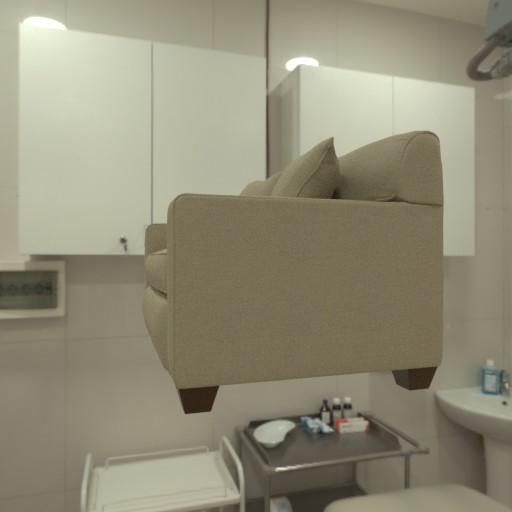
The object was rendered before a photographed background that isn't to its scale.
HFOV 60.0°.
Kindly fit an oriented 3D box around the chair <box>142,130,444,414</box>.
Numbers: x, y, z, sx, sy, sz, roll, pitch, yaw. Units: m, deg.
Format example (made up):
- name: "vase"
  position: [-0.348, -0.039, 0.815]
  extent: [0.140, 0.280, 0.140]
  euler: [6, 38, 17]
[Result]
- name: "chair"
  position: [0.000, 0.000, 2.067]
  extent: [1.000, 0.948, 1.383]
  euler: [0, 0, -17]
